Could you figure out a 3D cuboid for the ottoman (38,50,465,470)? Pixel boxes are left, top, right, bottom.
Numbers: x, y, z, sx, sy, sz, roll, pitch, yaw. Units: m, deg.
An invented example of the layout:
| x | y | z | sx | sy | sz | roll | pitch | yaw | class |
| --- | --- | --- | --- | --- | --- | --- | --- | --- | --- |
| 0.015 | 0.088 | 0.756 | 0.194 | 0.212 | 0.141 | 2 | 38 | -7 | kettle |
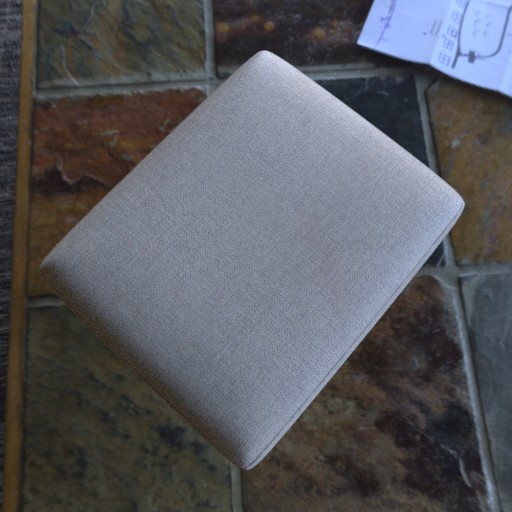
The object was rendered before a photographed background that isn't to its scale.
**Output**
| x | y | z | sx | sy | sz | roll | pitch | yaw | class |
| --- | --- | --- | --- | --- | --- | --- | --- | --- | --- |
| 0.000 | 0.000 | 1.207 | 0.671 | 0.490 | 0.820 | 41 | 79 | 9 | ottoman |
